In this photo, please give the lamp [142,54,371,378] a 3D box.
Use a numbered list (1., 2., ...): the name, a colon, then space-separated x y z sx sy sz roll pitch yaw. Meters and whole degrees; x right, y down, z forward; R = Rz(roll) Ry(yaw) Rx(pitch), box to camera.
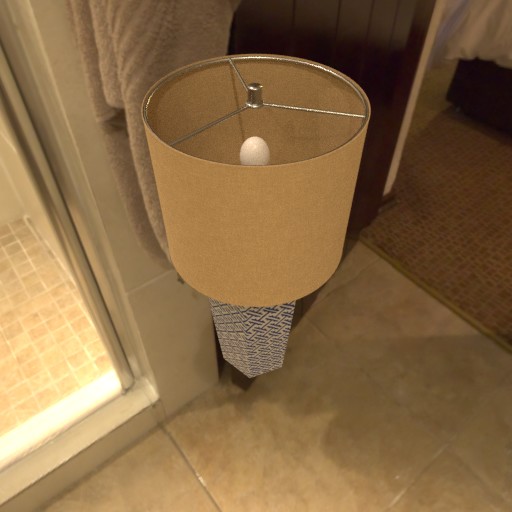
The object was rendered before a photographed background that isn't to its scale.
1. lamp: 0.000 0.000 0.861 0.320 0.682 0.320 11 47 10
